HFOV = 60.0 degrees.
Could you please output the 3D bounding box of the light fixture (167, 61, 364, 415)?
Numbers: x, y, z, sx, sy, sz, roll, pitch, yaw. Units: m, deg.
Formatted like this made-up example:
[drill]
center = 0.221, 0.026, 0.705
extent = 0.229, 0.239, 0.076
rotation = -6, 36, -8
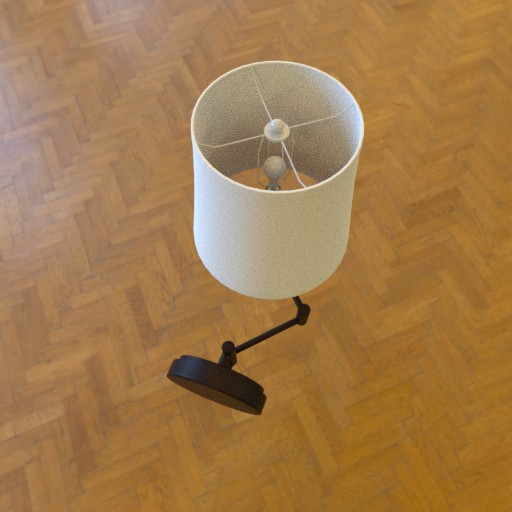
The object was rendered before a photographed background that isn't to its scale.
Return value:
[light fixture]
center = 0.000, 0.000, 0.268
extent = 0.100, 0.172, 0.157
rotation = 18, 65, 9
